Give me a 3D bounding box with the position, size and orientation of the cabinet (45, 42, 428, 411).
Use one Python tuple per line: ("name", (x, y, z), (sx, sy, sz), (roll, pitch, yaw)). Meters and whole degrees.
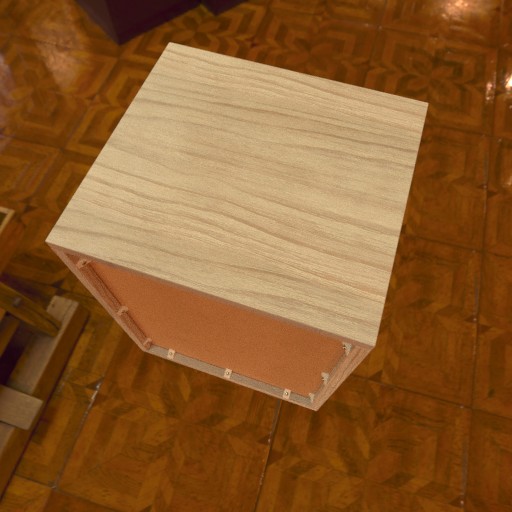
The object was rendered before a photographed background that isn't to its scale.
("cabinet", (0.000, 0.000, 0.855), (0.409, 0.579, 0.401), (17, 65, 8))
